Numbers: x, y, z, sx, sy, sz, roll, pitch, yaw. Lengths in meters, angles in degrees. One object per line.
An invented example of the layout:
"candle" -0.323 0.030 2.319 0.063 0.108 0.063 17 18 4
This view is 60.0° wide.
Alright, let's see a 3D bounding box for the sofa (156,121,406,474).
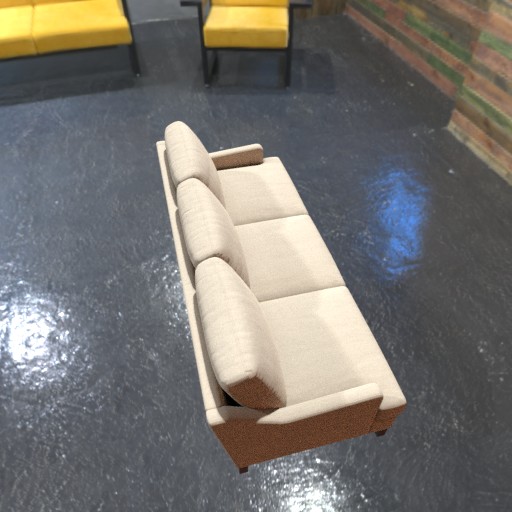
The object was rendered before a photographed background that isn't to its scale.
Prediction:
"sofa" 0.000 0.000 2.882 1.000 0.913 2.321 -10 46 -10
